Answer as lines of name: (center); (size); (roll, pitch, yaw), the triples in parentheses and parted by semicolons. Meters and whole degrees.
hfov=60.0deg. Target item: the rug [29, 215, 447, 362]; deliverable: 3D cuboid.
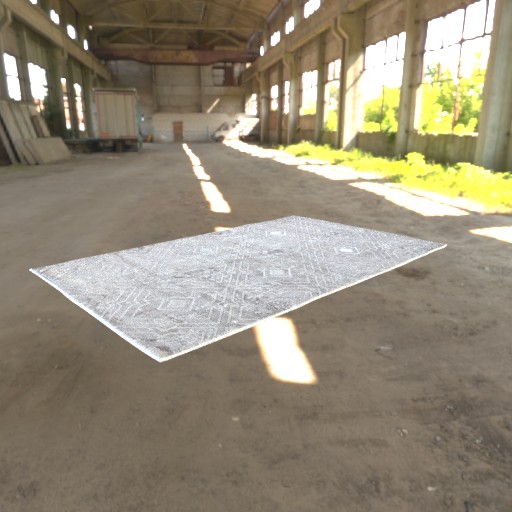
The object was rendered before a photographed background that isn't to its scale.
rug: (0.000, 0.000, 3.018); (2.447, 0.036, 1.537); (-15, 22, -41)
